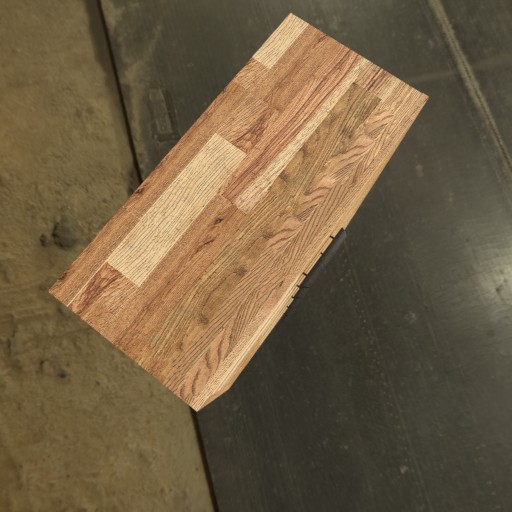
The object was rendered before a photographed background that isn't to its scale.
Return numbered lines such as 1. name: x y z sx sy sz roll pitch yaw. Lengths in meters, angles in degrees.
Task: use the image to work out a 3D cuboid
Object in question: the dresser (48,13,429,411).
1. dresser: 0.000 0.000 1.685 0.480 1.243 0.966 36 78 8
